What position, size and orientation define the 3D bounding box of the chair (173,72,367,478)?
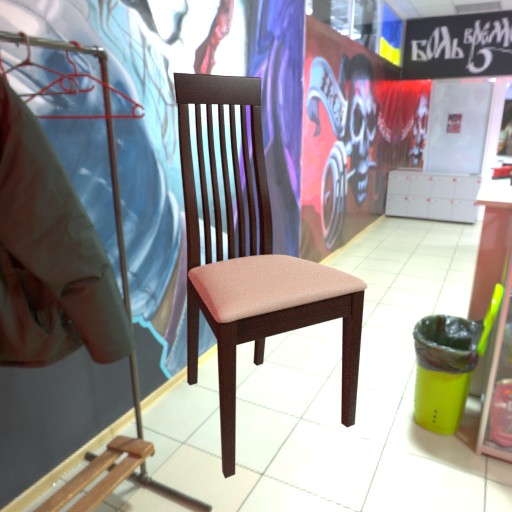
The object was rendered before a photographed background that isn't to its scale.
[{"bbox_3d":[0.000,0.000,1.300,0.460,1.027,0.474,-9,19,-28],"label":"chair"}]
